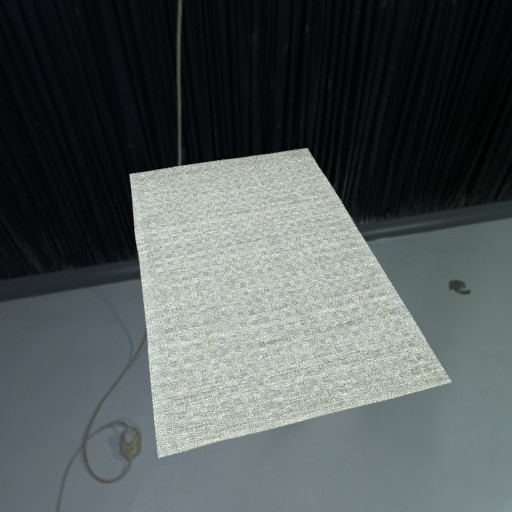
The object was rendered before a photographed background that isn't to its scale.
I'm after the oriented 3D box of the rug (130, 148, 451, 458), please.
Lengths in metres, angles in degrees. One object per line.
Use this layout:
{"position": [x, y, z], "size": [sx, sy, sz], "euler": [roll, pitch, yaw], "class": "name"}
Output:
{"position": [0.000, 0.000, 2.960], "size": [1.532, 0.018, 2.297], "euler": [-11, 47, -10], "class": "rug"}
